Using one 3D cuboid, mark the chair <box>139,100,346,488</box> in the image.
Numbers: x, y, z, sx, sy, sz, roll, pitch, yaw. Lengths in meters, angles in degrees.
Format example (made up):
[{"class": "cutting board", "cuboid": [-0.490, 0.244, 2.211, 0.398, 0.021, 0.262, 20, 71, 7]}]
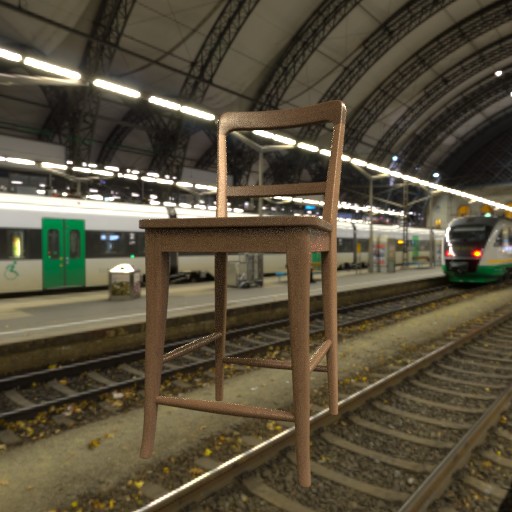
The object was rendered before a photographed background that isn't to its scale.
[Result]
[{"class": "chair", "cuboid": [0.000, 0.000, 1.266, 0.450, 0.991, 0.546, 0, 1, 19]}]
